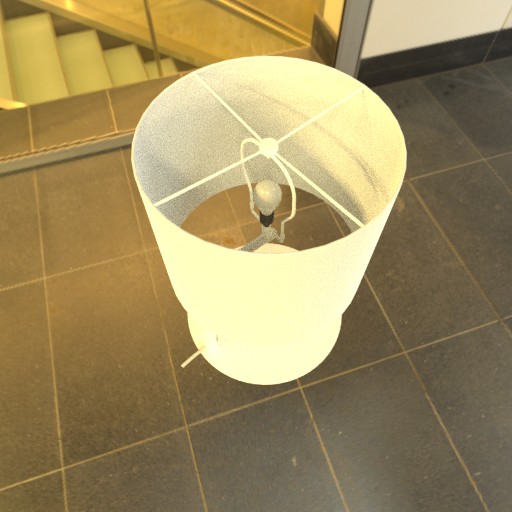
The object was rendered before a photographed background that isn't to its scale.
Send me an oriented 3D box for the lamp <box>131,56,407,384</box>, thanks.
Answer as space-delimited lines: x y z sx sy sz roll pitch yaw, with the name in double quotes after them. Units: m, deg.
0.000 0.000 0.674 0.341 0.454 0.299 -34 64 -19 "lamp"
